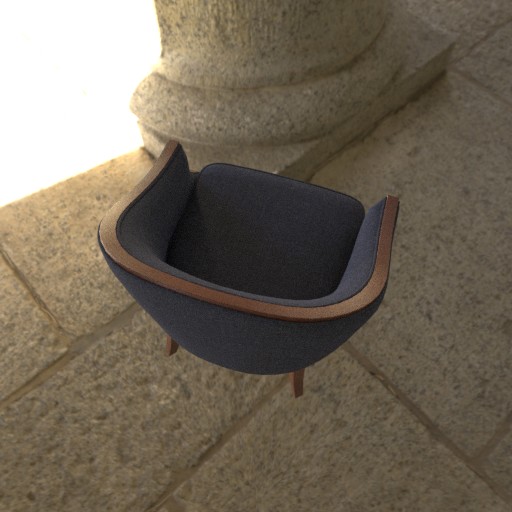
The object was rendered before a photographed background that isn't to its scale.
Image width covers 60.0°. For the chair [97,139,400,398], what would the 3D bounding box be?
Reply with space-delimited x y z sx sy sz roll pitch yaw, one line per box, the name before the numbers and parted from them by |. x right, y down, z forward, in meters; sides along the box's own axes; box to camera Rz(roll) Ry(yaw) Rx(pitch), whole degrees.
chair | 0.000 0.000 1.464 0.803 0.876 0.735 16 63 9
